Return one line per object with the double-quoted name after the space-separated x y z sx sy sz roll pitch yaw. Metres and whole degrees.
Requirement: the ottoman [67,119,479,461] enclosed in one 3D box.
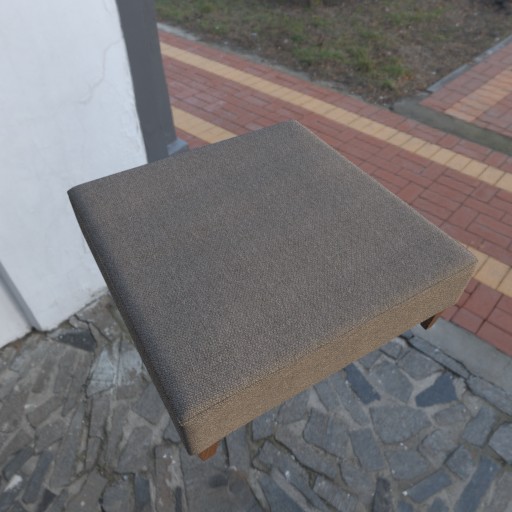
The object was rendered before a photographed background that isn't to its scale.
0.000 0.000 1.524 0.970 0.378 0.981 -23 50 -21 "ottoman"
